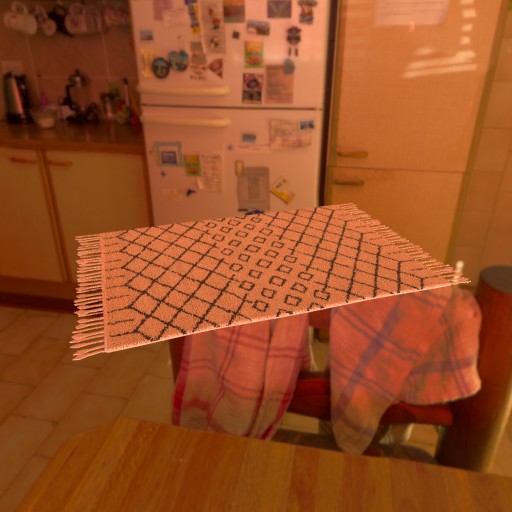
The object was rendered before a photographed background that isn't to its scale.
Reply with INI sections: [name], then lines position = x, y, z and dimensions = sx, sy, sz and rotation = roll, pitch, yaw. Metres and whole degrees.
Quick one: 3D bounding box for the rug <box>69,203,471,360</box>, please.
[rug]
position = 0.000, 0.000, 3.350
dimensions = 2.615, 0.029, 1.664
rotation = -9, 28, -17
